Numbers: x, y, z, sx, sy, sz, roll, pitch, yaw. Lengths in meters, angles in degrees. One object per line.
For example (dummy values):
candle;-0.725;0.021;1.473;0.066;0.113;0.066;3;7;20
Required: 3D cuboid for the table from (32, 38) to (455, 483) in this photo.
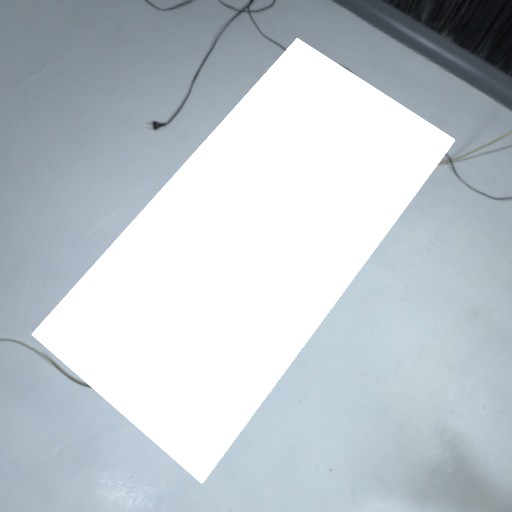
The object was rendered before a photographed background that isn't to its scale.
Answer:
table;0.000;0.000;1.411;0.550;0.510;1.107;37;78;9
